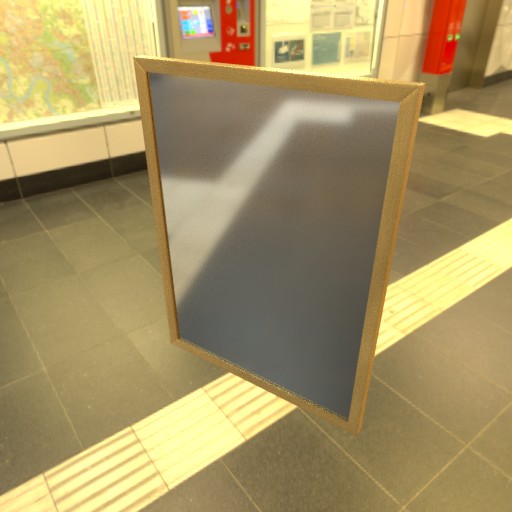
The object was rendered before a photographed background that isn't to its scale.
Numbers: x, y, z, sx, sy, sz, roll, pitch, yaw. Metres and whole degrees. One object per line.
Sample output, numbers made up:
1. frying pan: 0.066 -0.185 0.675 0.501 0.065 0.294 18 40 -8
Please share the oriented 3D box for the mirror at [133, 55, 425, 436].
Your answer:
1. mirror: 0.000 0.000 1.286 0.762 1.016 0.040 19 36 28
